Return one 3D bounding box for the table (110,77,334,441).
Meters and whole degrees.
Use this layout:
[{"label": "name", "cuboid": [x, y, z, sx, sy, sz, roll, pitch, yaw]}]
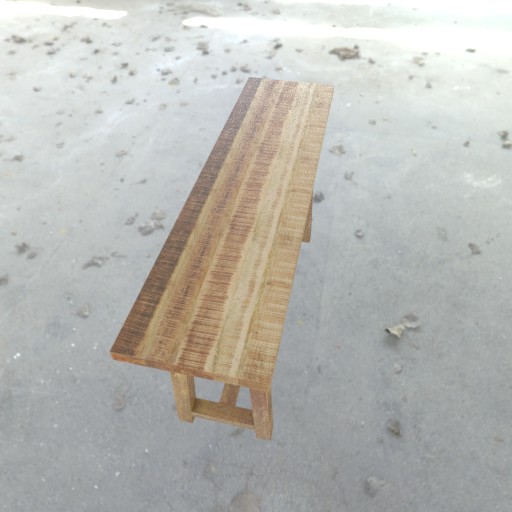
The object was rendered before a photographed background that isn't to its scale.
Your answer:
[{"label": "table", "cuboid": [0.000, 0.000, 1.870, 0.405, 0.810, 1.524, 9, 48, 8]}]
